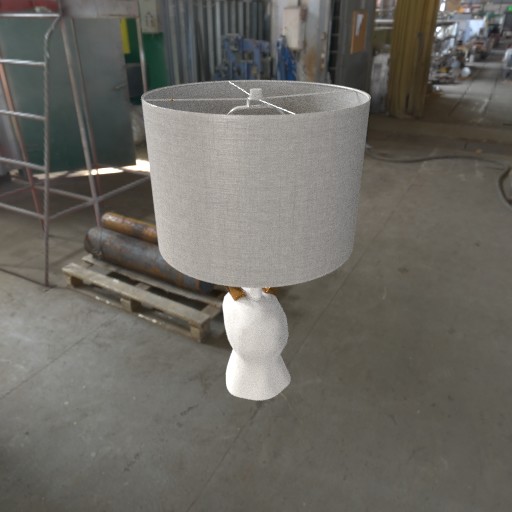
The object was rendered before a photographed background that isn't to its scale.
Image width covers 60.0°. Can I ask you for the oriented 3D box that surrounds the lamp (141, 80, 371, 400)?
[{"bbox_3d":[0.000,0.000,0.708,0.298,0.503,0.298,-8,29,-15],"label":"lamp"}]
